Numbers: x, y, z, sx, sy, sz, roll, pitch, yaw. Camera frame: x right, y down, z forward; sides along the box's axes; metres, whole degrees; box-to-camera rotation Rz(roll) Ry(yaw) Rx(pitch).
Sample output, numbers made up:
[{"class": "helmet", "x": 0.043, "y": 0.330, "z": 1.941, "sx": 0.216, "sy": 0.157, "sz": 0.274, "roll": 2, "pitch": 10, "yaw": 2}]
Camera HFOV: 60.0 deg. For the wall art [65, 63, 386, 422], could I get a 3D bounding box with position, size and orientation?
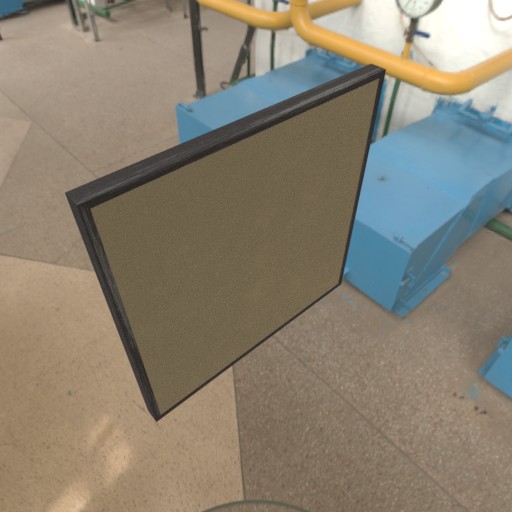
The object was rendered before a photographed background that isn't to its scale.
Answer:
[{"class": "wall art", "x": 0.000, "y": 0.000, "z": 1.133, "sx": 0.762, "sy": 0.758, "sz": 0.043, "roll": -32, "pitch": 53, "yaw": -27}]
